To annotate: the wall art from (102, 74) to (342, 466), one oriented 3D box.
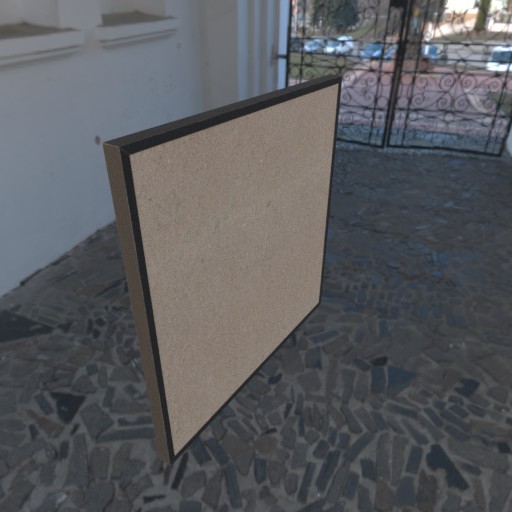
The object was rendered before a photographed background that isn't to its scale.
[{"bbox_3d":[0.000,0.000,1.123,0.038,0.762,0.762,19,36,29],"label":"wall art"}]
